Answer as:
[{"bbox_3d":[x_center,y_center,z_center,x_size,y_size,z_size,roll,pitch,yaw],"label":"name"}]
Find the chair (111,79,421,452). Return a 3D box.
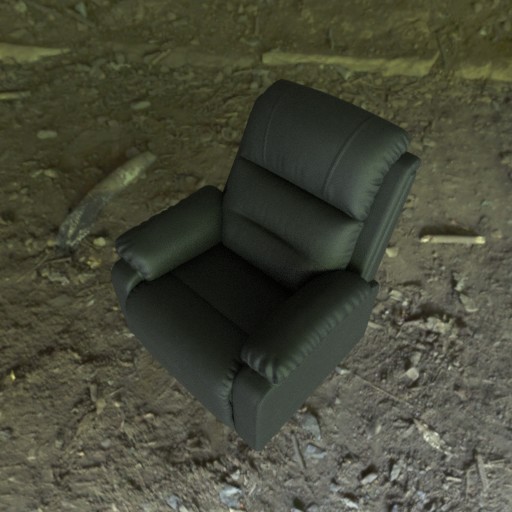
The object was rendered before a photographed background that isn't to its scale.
[{"bbox_3d":[0.000,0.000,1.683,0.855,0.992,0.919,34,56,28],"label":"chair"}]
